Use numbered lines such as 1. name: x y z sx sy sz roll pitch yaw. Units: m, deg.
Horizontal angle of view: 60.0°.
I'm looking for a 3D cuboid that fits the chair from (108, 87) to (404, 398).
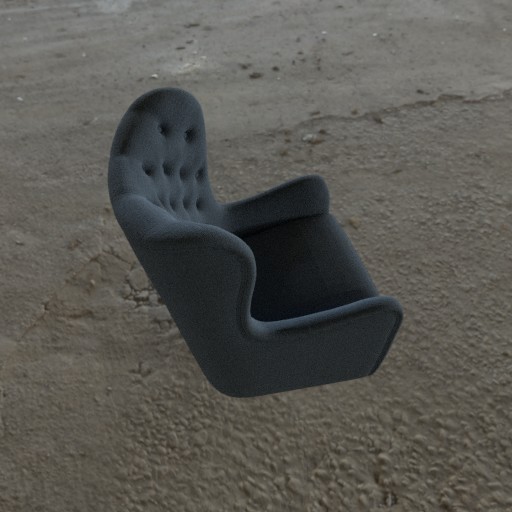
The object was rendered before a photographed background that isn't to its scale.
1. chair: 0.000 0.000 1.754 0.930 1.079 0.831 -11 48 -10
